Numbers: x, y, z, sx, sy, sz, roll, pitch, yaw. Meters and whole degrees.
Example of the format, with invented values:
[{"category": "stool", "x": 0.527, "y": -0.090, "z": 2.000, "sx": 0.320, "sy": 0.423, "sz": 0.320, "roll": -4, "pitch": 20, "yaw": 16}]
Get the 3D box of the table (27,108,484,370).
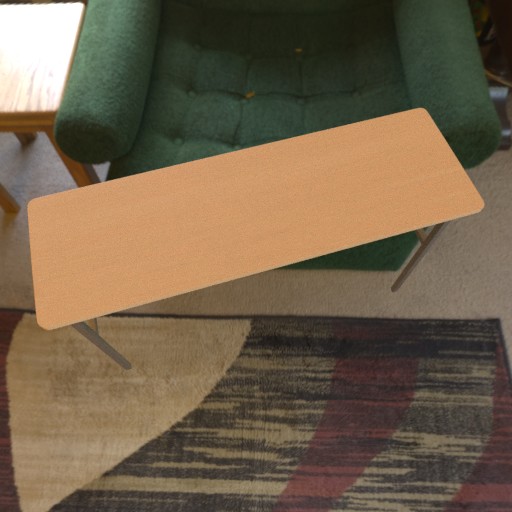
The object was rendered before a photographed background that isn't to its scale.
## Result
[{"category": "table", "x": 0.000, "y": 0.000, "z": 1.744, "sx": 1.397, "sy": 0.750, "sz": 0.446, "roll": -15, "pitch": 65, "yaw": -7}]
